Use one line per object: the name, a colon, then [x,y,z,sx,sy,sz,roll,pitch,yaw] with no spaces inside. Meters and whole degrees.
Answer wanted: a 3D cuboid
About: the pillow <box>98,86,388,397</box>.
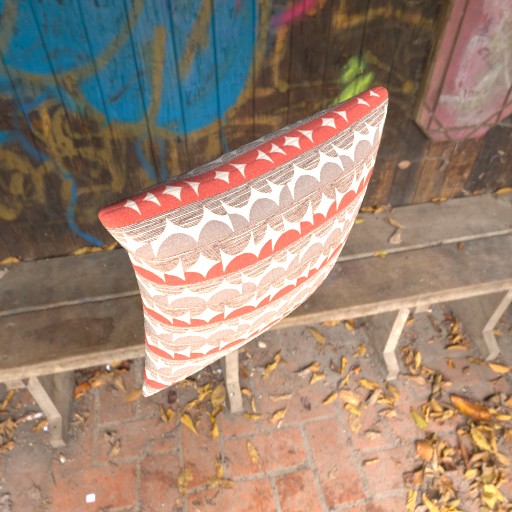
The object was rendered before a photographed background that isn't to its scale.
pillow: [0.000,0.000,0.647,0.420,0.410,0.180,-31,53,-28]
